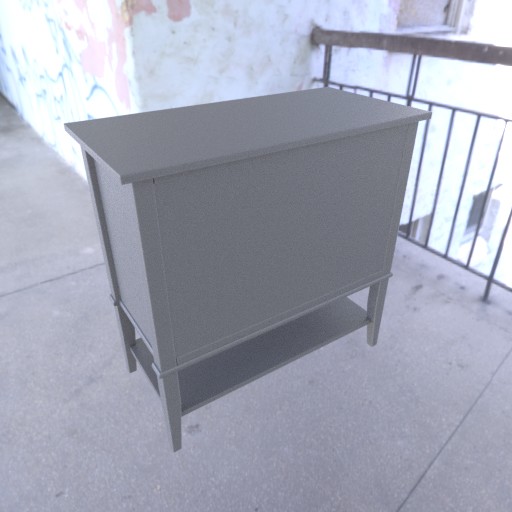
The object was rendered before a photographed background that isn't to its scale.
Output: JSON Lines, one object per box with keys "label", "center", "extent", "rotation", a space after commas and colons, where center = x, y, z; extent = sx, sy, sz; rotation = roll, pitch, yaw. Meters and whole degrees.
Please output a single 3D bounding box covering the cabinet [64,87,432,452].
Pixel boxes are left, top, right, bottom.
{"label": "cabinet", "center": [0.000, 0.000, 1.268], "extent": [0.801, 0.780, 0.396], "rotation": [-19, 36, -28]}
